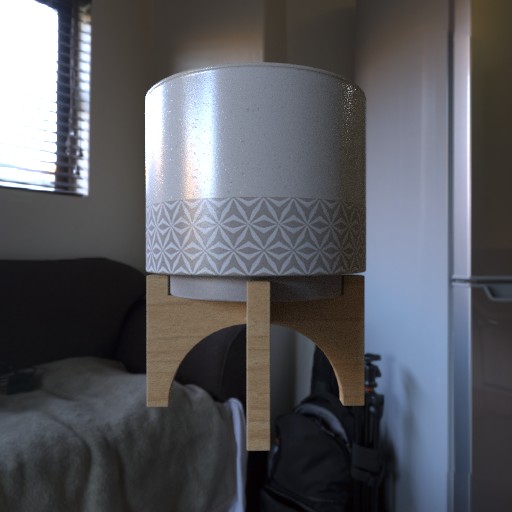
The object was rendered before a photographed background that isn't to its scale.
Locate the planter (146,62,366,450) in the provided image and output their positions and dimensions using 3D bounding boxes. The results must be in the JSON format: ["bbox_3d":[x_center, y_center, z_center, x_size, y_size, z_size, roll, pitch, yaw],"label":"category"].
[{"bbox_3d":[0.000,0.000,0.514,0.249,0.343,0.249,0,0,0],"label":"planter"}]
